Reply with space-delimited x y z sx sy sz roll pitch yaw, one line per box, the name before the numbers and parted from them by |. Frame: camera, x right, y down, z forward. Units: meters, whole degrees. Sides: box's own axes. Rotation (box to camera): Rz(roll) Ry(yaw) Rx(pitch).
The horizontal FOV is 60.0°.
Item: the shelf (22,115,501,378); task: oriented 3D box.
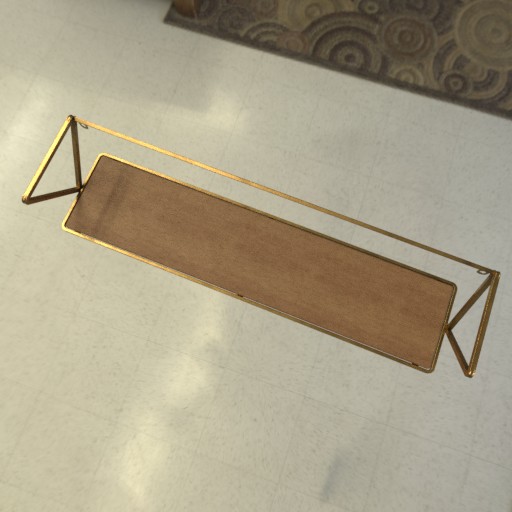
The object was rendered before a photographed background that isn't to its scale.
shelf | 0.000 0.000 0.713 0.645 0.229 0.150 21 76 5
